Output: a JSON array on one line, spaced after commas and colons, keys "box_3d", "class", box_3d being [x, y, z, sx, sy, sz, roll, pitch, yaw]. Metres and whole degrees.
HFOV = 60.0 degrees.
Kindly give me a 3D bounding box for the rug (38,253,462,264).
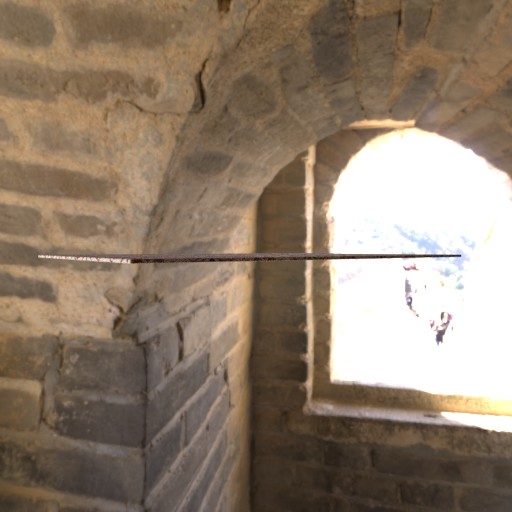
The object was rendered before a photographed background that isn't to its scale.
[{"box_3d": [0.000, 0.000, 2.885, 2.297, 0.018, 1.541, -1, 1, -37], "class": "rug"}]
